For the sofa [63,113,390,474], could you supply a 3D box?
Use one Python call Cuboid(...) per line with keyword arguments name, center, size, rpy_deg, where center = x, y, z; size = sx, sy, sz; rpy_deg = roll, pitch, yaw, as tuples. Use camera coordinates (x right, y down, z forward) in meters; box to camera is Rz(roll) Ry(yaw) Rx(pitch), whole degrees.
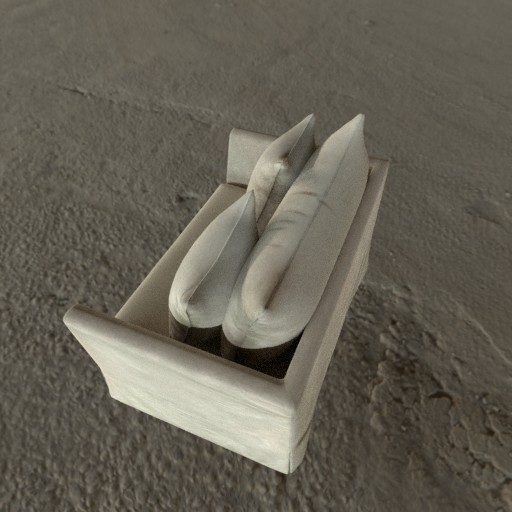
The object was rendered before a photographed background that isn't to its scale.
Cuboid(name="sofa", center=(0.000, 0.000, 2.254), size=(1.035, 1.040, 1.608), rpy_deg=(17, 48, 16))
